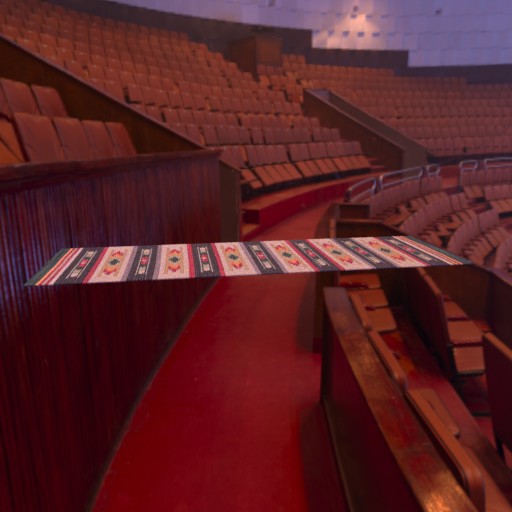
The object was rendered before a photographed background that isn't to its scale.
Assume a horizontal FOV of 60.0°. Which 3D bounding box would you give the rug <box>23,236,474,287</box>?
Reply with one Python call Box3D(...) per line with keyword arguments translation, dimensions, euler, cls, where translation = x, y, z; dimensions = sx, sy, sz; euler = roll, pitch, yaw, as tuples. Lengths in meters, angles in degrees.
Box3D(translation=(0.000, 0.000, 2.725), dimensions=(2.440, 0.009, 0.760), euler=(-2, 15, -9), cls="rug")
